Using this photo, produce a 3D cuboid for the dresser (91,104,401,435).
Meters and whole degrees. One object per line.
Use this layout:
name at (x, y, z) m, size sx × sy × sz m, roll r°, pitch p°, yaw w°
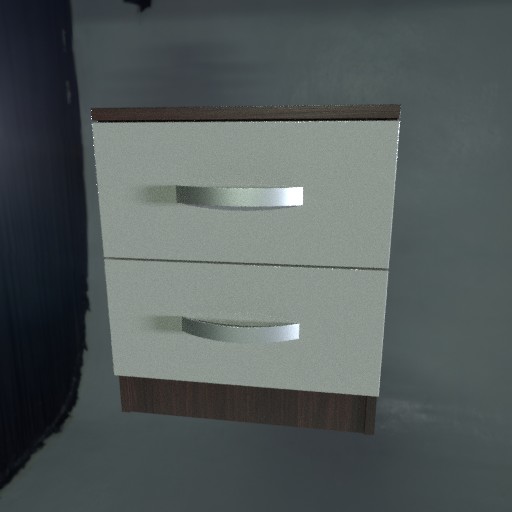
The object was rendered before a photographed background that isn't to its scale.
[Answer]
dresser at (0.000, 0.000, 0.767) m, size 0.400 × 0.470 × 0.360 m, roll 2°, pitch 15°, yaw 8°
